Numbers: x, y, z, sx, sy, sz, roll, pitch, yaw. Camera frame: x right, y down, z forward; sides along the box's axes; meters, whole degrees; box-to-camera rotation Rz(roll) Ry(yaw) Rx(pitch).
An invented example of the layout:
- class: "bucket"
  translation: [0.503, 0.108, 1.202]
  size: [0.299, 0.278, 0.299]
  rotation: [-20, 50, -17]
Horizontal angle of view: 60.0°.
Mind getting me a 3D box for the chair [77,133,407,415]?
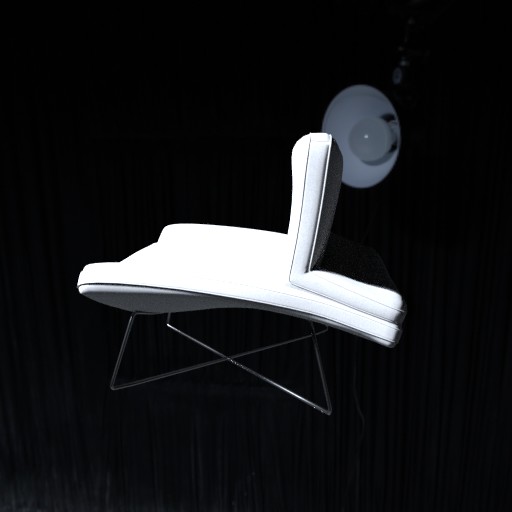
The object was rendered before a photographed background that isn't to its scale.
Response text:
- class: "chair"
  translation: [0.000, 0.000, 1.659]
  size: [1.008, 0.855, 0.859]
  rotation: [2, 13, 8]
